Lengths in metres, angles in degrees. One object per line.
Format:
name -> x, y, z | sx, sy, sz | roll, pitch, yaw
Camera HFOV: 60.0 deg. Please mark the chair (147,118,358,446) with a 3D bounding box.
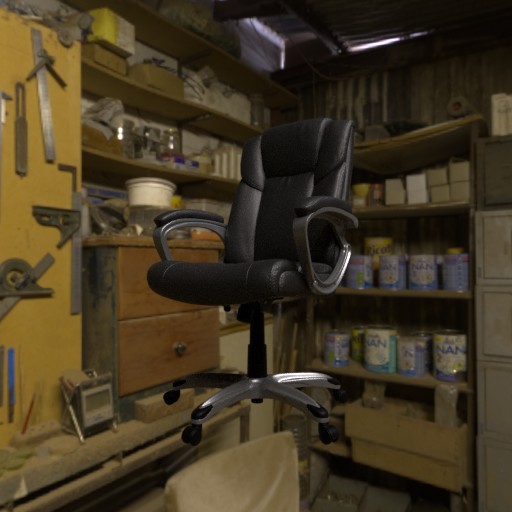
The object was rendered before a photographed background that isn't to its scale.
chair -> 0.000, 0.000, 1.600 | 0.721, 1.130, 0.719 | -1, -1, 36
